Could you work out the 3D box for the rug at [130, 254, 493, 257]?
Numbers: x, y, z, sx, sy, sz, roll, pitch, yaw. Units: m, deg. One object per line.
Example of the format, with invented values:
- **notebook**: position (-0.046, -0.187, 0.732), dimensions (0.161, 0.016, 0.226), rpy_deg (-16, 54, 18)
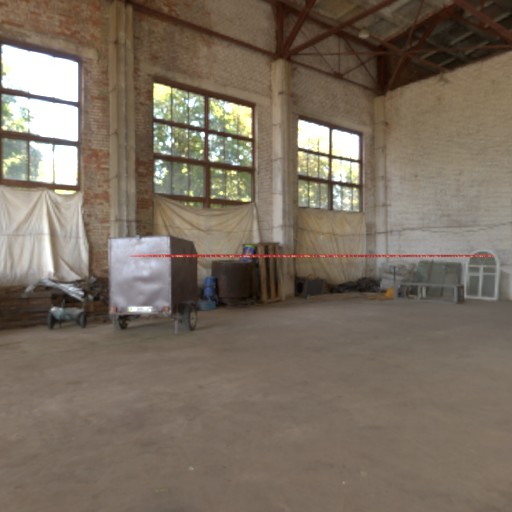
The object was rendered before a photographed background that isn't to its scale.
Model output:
- **rug**: position (0.000, 0.000, 2.976), dimensions (1.531, 0.010, 2.442), rpy_deg (0, 0, -18)
